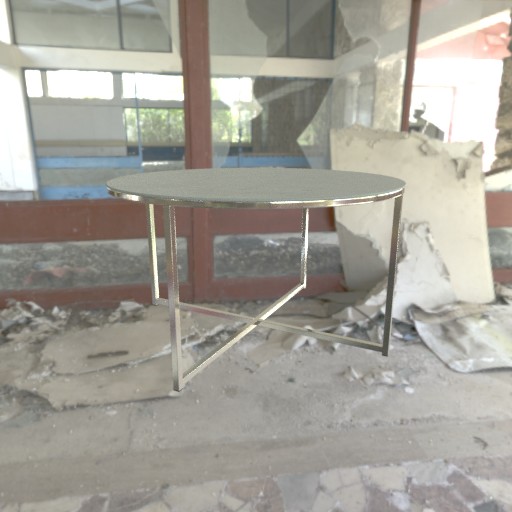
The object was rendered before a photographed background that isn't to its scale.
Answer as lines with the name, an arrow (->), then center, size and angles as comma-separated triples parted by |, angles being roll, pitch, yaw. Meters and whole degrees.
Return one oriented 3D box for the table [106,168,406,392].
table -> 0.000, 0.000, 1.301 | 0.800, 0.450, 0.800 | 0, 15, 0
